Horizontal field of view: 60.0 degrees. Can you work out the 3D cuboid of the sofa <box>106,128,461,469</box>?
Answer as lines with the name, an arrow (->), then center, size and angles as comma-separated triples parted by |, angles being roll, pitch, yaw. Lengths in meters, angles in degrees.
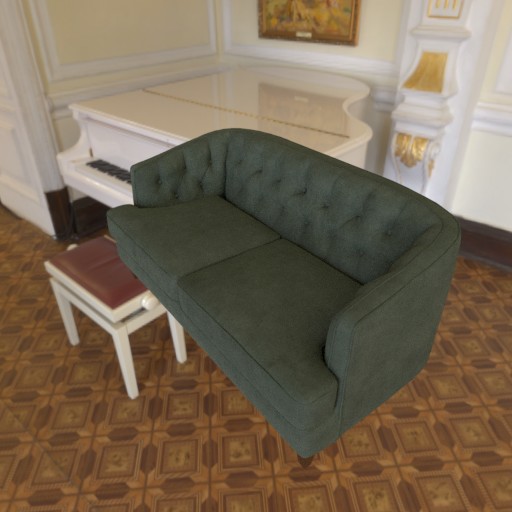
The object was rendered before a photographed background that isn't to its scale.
sofa -> 0.000, 0.000, 2.221 | 0.941, 0.855, 1.733 | -22, 39, -30
